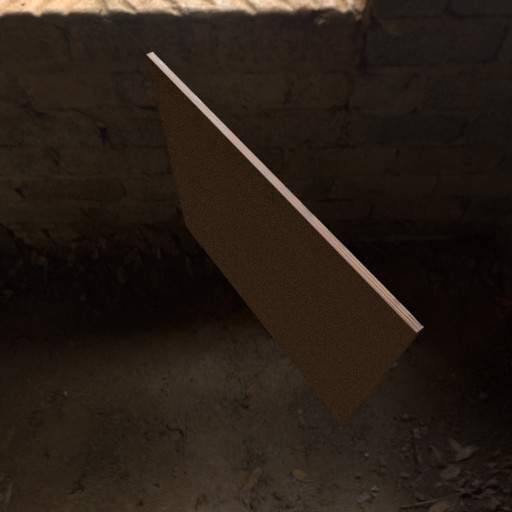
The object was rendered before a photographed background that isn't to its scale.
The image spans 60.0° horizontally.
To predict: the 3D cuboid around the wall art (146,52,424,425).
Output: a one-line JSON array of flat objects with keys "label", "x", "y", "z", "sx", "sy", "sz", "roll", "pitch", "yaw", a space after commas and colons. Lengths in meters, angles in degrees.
[{"label": "wall art", "x": 0.000, "y": 0.000, "z": 0.682, "sx": 0.010, "sy": 0.408, "sz": 0.508, "roll": -31, "pitch": 63, "yaw": -18}]
